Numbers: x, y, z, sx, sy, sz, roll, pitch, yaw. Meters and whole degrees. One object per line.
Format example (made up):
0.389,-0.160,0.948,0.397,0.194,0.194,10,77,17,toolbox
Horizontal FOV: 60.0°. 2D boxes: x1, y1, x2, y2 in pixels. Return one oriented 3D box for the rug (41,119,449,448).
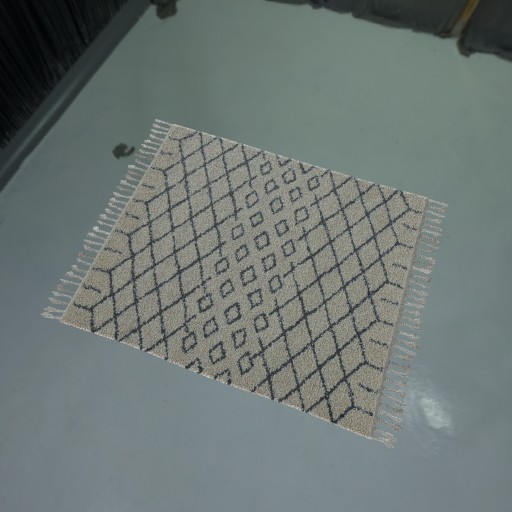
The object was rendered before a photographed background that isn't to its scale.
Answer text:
0.000,0.000,4.153,3.213,0.030,2.388,18,66,8,rug
